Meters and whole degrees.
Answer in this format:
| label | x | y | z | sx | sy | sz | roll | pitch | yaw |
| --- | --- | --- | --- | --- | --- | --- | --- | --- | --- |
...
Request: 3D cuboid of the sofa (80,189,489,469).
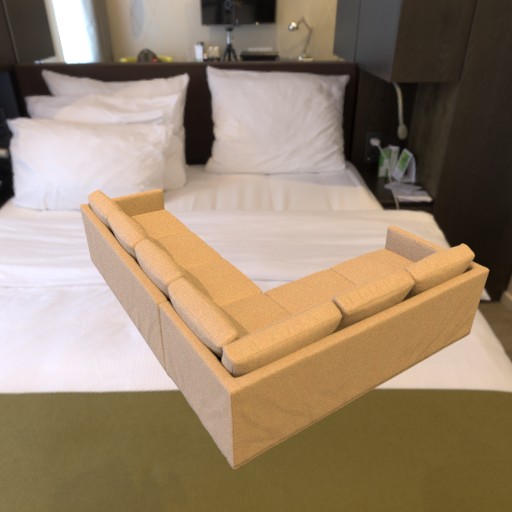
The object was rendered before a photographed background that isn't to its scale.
| label | x | y | z | sx | sy | sz | roll | pitch | yaw |
| --- | --- | --- | --- | --- | --- | --- | --- | --- | --- |
| sofa | 0.000 | 0.000 | 4.258 | 2.432 | 0.871 | 3.182 | -18 | 34 | -29 |
